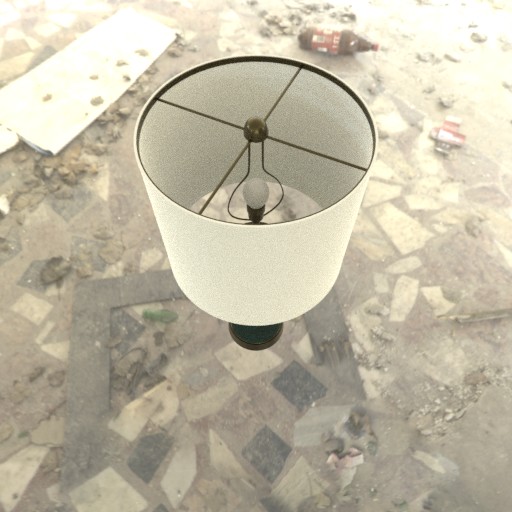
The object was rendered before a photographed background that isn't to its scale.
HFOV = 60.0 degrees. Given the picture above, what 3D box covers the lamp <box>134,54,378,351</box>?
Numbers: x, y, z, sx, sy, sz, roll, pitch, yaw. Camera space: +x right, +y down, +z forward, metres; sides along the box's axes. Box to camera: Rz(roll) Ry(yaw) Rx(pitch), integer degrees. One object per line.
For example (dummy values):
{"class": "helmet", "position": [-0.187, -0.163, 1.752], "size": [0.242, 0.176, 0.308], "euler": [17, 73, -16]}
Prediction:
{"class": "lamp", "position": [0.000, 0.000, 0.805], "size": [0.301, 0.630, 0.301], "euler": [-16, 60, -10]}
